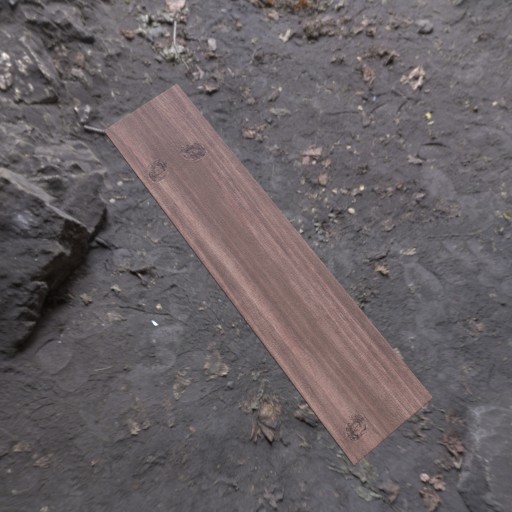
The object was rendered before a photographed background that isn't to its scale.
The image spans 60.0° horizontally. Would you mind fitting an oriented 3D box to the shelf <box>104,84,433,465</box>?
[{"bbox_3d":[0.000,0.000,0.658,0.140,0.020,0.610,-36,79,-8],"label":"shelf"}]
